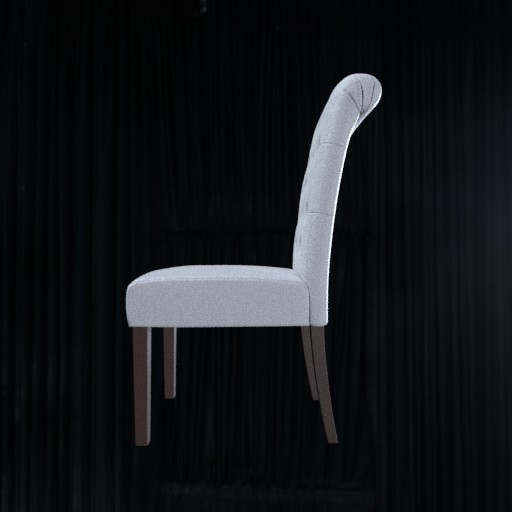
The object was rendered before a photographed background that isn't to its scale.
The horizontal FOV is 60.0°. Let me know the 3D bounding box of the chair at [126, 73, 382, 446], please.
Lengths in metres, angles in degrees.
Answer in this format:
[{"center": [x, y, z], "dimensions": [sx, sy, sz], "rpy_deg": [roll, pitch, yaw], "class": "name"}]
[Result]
[{"center": [0.000, 0.000, 1.371], "dimensions": [0.671, 1.006, 0.456], "rpy_deg": [0, 1, 0], "class": "chair"}]
